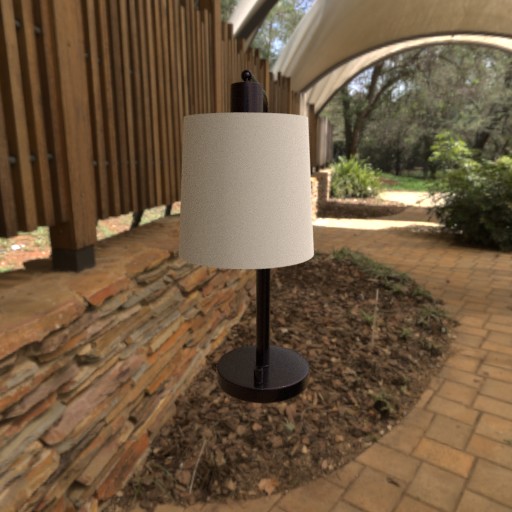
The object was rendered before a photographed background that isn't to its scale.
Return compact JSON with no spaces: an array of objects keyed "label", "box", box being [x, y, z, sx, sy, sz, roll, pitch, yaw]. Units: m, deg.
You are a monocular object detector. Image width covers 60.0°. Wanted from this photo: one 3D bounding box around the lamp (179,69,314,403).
[{"label":"lamp","box":[0.000,0.000,0.651,0.171,0.489,0.333,2,14,9]}]
